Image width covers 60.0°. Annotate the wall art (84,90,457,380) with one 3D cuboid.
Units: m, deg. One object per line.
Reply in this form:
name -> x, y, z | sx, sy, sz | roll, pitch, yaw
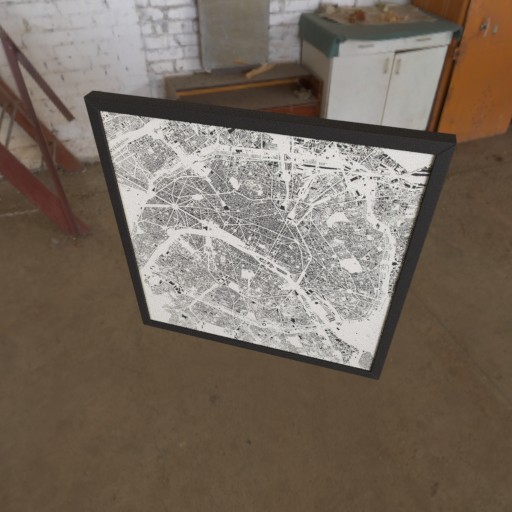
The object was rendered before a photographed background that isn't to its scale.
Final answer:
wall art -> 0.000, 0.000, 1.142 | 0.763, 0.763, 0.037 | 11, 43, 12
